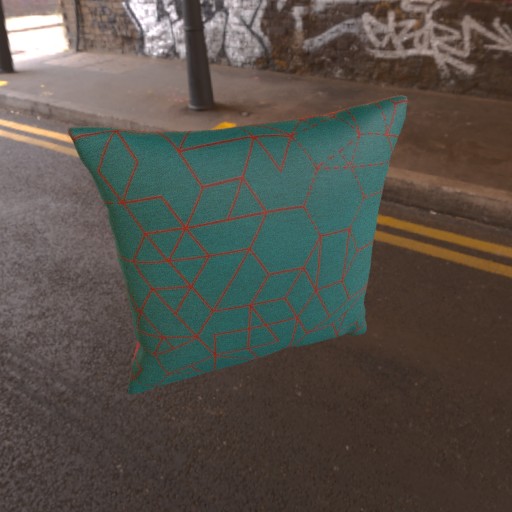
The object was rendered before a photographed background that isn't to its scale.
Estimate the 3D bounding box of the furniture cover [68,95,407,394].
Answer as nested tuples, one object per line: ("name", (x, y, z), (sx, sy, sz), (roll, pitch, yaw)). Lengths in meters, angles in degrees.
("furniture cover", (0.000, 0.000, 0.778), (0.517, 0.508, 0.158), (-11, 35, -17))
